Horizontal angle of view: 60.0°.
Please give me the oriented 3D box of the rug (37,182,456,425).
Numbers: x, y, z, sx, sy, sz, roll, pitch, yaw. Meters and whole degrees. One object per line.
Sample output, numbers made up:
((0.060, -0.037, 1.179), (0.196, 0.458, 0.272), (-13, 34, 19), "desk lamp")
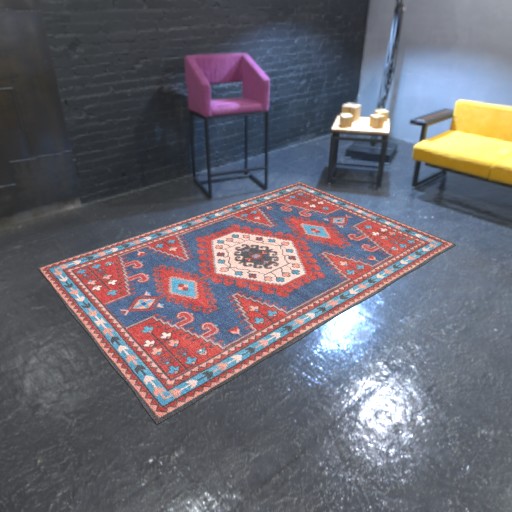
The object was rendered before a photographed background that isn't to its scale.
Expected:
((0.000, 0.000, 2.292), (1.820, 0.012, 1.207), (-23, 38, -33), "rug")
